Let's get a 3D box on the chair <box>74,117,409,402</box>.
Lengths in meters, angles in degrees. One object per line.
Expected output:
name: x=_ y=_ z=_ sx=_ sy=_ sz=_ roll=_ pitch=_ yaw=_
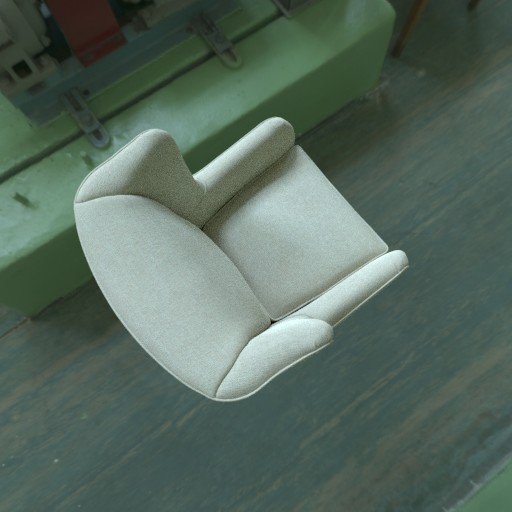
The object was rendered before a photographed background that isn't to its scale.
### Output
chair: x=0.000 y=0.000 z=1.760 sx=0.966 sy=1.040 sz=0.838 roll=-37 pitch=78 yaw=-9
